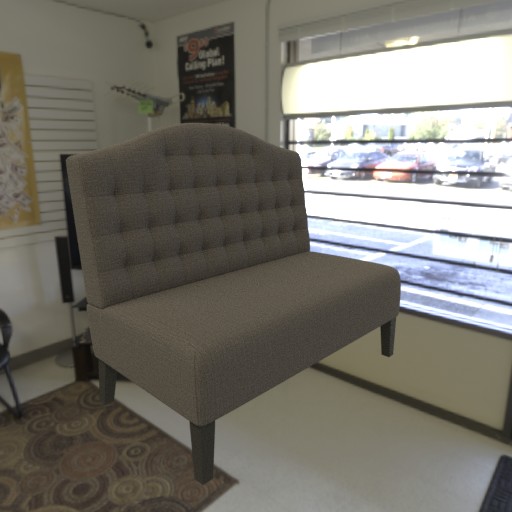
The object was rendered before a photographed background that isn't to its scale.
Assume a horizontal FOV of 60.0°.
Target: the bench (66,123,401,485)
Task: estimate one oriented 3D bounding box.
[{"bbox_3d":[0.000,0.000,2.017,0.815,1.180,1.335,13,20,42],"label":"bench"}]
